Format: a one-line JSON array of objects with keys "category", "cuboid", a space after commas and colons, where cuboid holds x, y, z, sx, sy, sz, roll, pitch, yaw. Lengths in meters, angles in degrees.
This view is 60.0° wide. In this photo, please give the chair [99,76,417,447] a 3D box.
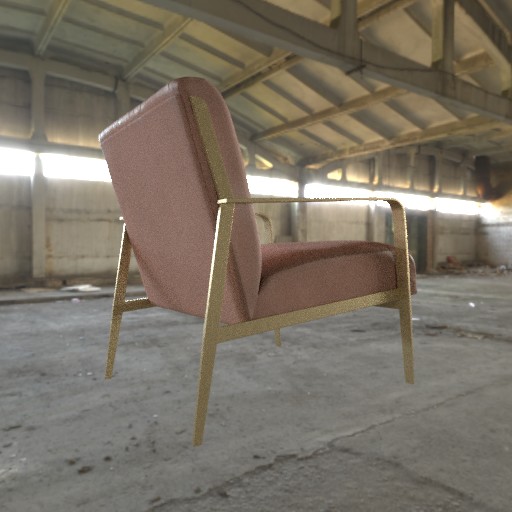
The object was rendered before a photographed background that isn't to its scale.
[{"category": "chair", "cuboid": [0.000, 0.000, 1.452, 0.848, 0.823, 0.701, -1, 1, -36]}]
